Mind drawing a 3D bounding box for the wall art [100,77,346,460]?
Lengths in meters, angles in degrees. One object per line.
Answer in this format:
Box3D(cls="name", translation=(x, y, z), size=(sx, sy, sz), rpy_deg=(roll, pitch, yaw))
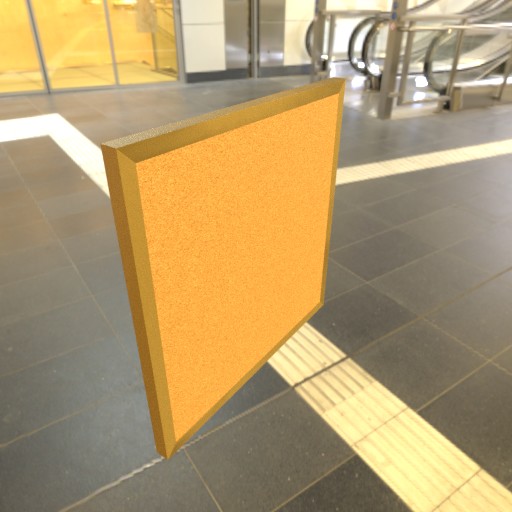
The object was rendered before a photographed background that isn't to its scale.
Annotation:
Box3D(cls="wall art", translation=(0.000, 0.000, 1.139), size=(0.038, 0.762, 0.762), rpy_deg=(21, 37, 31))
